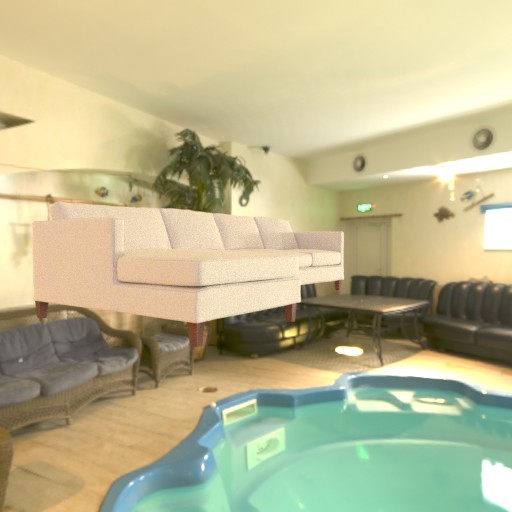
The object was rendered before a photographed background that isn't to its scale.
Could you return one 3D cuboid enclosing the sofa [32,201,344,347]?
[{"bbox_3d":[0.000,0.000,3.936,1.625,0.846,3.186,1,2,36],"label":"sofa"}]
